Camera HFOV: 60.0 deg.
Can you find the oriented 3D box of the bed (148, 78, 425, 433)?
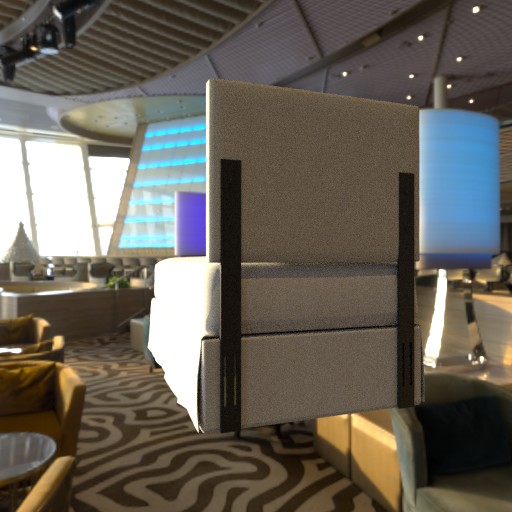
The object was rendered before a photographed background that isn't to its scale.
[{"bbox_3d":[0.000,0.000,3.050,1.261,1.571,1.997,0,0,-20],"label":"bed"}]
